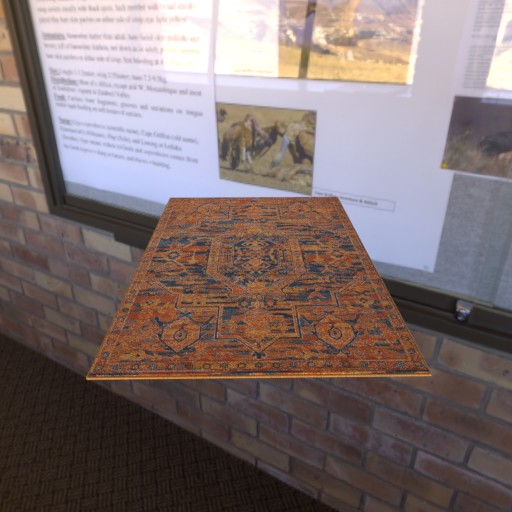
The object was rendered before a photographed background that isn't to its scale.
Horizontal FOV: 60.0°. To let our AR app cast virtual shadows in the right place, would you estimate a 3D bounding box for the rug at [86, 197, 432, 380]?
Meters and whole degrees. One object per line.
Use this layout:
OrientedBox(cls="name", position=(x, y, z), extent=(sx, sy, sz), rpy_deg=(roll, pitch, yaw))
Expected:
OrientedBox(cls="rug", position=(0.000, 0.000, 2.246), extent=(1.148, 0.013, 1.758), rpy_deg=(0, 27, -1))
